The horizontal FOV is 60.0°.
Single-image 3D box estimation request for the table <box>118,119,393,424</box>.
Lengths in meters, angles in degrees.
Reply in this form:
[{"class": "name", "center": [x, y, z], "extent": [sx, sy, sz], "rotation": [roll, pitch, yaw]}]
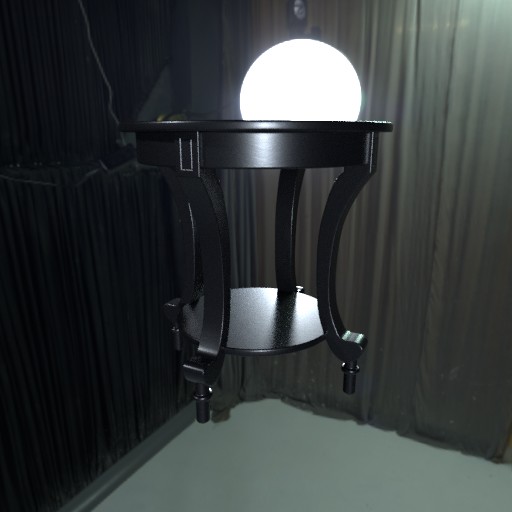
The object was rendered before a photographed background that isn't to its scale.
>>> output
[{"class": "table", "center": [0.000, 0.000, 1.084], "extent": [0.597, 0.618, 0.597], "rotation": [0, 15, 0]}]
